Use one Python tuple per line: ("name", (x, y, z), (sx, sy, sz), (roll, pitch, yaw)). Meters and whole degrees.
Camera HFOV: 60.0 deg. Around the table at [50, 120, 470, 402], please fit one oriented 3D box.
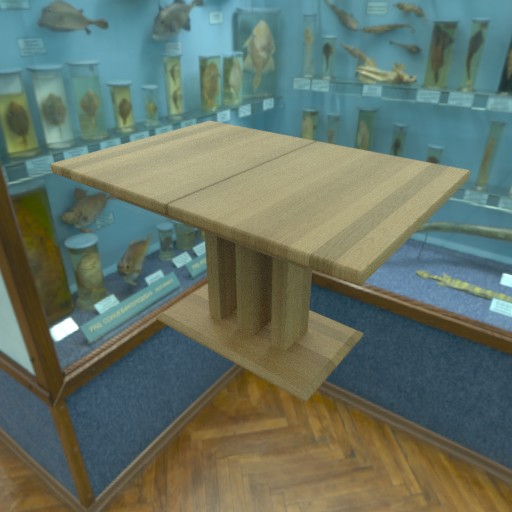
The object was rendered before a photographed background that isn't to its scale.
("table", (0.000, 0.000, 1.846), (1.300, 0.770, 0.900), (21, 36, 32))
